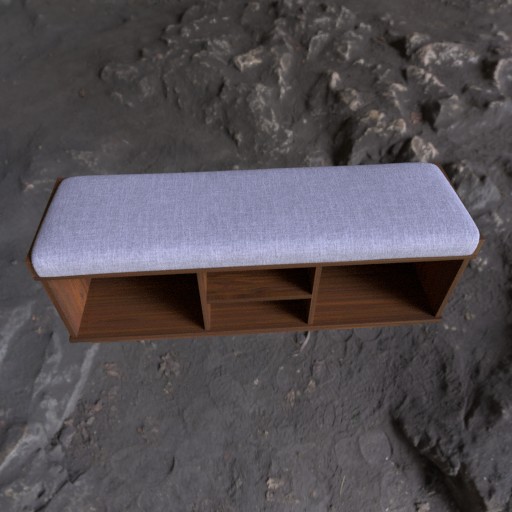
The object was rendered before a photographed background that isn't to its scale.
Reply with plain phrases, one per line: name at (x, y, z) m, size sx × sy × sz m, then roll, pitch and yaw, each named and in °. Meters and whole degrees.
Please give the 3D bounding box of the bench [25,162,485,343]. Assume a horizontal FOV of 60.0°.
bench at (0.000, 0.000, 1.407) m, size 1.196 × 0.468 × 0.367 m, roll -3°, pitch 47°, yaw -3°
